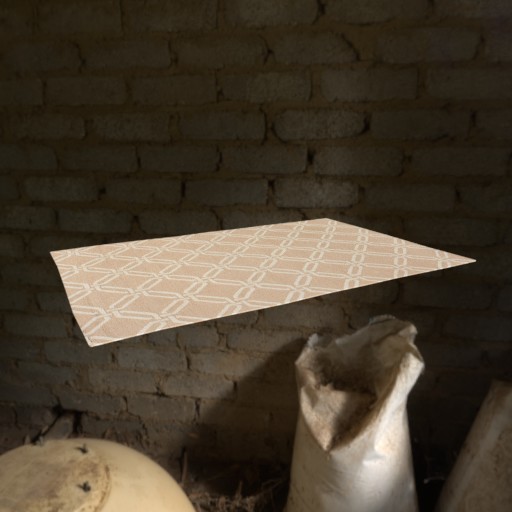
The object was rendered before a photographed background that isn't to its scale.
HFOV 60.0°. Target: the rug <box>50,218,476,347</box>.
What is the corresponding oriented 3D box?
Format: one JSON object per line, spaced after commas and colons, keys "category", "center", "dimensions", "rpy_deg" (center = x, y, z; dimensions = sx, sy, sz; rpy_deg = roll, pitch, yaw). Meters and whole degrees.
{"category": "rug", "center": [0.000, 0.000, 2.147], "dimensions": [1.745, 0.010, 1.146], "rpy_deg": [-9, 19, -28]}
